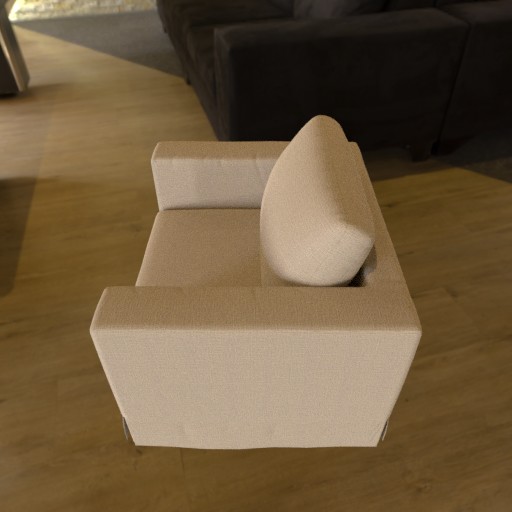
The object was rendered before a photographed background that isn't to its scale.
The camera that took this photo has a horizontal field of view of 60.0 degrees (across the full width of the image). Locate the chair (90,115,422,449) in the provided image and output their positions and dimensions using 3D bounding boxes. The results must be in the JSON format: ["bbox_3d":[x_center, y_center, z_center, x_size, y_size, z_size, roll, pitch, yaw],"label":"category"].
[{"bbox_3d":[0.000,0.000,1.767,0.957,0.878,1.150,0,42,0],"label":"chair"}]
